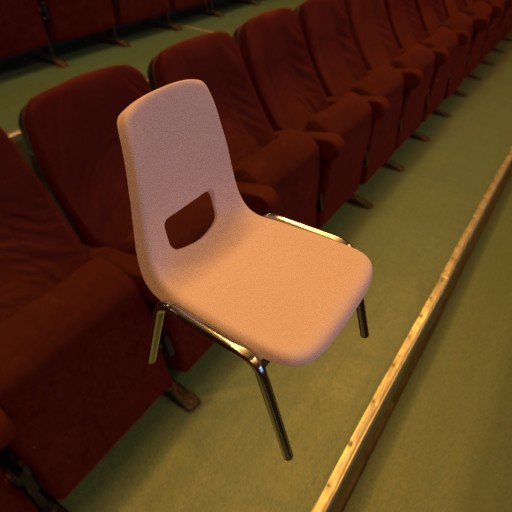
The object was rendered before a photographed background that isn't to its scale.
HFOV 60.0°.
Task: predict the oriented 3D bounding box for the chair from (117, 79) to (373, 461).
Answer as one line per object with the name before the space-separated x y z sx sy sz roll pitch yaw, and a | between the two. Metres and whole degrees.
chair | 0.000 0.000 0.806 0.385 0.537 0.354 24 46 26
